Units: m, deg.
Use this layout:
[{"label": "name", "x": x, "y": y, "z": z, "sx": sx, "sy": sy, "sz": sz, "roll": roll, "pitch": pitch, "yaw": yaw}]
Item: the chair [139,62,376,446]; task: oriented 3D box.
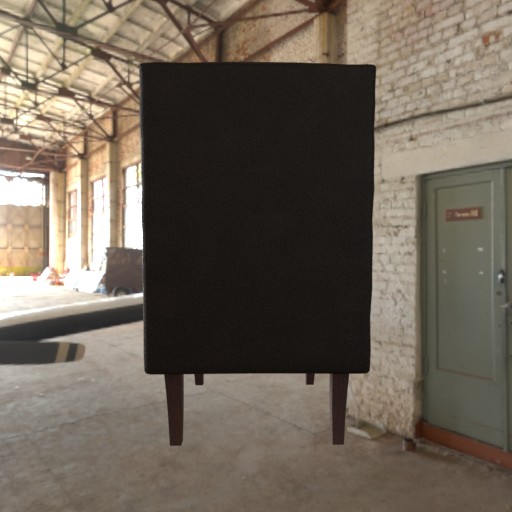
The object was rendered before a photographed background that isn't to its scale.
[{"label": "chair", "x": 0.000, "y": 0.000, "z": 1.653, "sx": 0.703, "sy": 1.142, "sz": 0.799, "roll": 0, "pitch": 0, "yaw": -1}]
